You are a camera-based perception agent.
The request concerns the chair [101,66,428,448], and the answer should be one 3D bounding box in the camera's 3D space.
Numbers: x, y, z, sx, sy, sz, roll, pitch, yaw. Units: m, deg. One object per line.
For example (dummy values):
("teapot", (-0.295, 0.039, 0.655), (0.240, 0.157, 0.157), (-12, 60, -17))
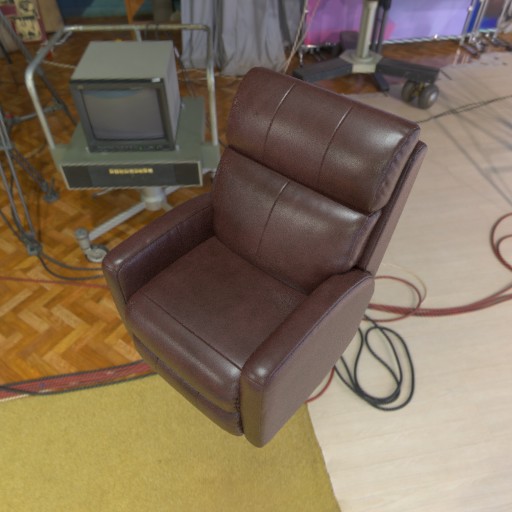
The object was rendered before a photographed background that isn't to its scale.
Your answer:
("chair", (0.000, 0.000, 1.670), (0.787, 1.016, 0.939), (32, 55, 26))
